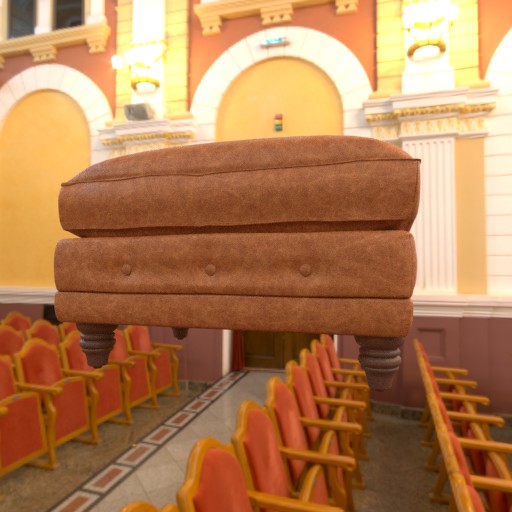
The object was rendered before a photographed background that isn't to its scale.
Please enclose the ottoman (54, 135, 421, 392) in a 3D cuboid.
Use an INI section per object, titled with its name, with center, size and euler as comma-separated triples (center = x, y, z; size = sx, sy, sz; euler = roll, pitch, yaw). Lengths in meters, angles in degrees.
[ottoman]
center = 0.000, 0.000, 1.045
size = 0.710, 0.480, 0.533
euler = 0, -1, 17
